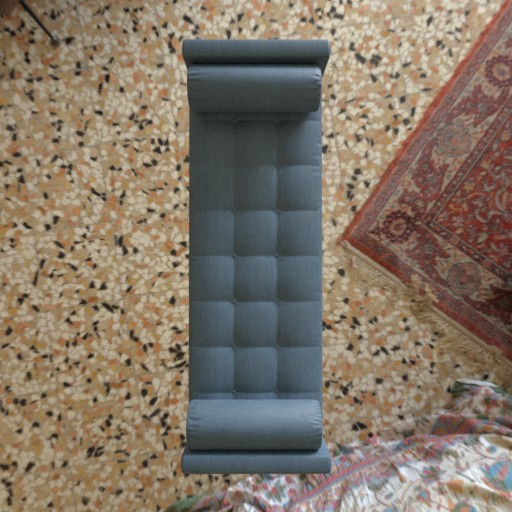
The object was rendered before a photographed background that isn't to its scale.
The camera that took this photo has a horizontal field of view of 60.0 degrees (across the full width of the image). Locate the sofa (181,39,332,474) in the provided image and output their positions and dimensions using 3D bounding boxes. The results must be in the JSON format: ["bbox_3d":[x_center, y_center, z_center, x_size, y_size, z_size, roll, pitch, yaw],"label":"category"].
[{"bbox_3d":[0.000,0.000,2.309,0.686,0.635,1.981,0,89,0],"label":"sofa"}]
